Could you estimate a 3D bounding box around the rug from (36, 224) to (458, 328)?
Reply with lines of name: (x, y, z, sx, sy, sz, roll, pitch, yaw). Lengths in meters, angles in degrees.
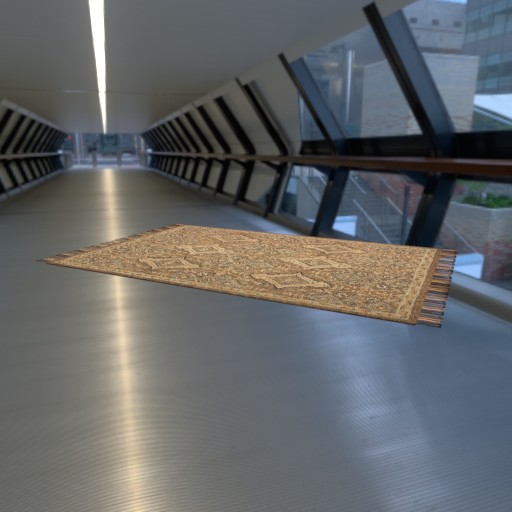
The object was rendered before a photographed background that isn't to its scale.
rug: (0.000, 0.000, 2.995, 2.434, 0.010, 1.516, 7, 16, 25)
